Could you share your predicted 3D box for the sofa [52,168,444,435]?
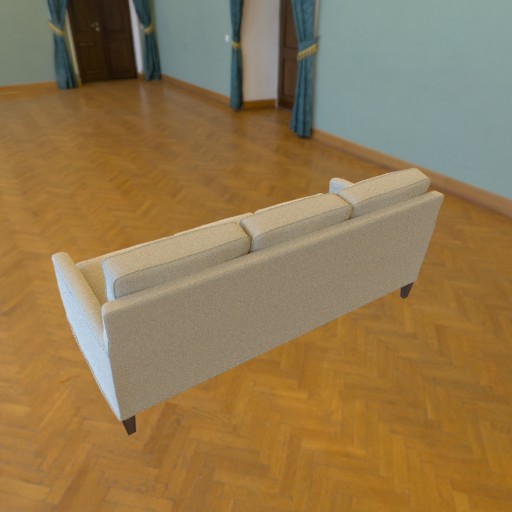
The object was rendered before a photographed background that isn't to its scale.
[{"bbox_3d":[0.000,0.000,2.827,2.246,1.003,1.084,-19,36,-28],"label":"sofa"}]
